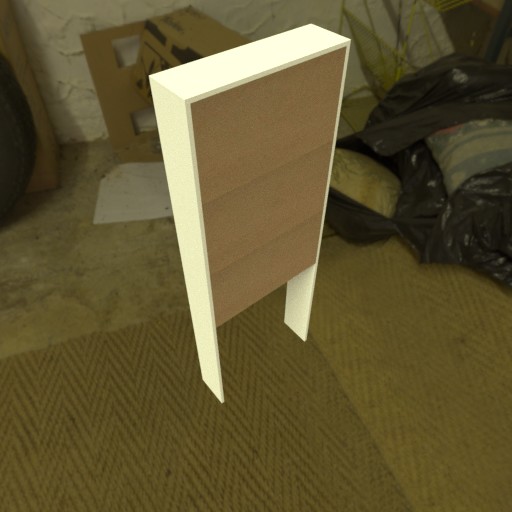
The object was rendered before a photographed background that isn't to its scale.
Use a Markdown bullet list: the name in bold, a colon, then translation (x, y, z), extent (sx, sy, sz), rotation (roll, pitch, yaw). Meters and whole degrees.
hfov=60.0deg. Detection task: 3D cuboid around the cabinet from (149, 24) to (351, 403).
- **cabinet**: translation (0.000, 0.000, 1.995), extent (0.643, 1.770, 0.192), rotation (-31, 54, -26)
